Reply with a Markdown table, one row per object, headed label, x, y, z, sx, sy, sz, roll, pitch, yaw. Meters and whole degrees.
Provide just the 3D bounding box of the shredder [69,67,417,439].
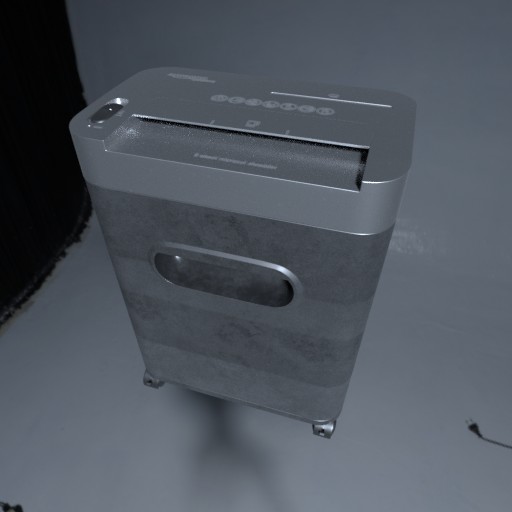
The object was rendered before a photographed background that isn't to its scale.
| label | x | y | z | sx | sy | sz | roll | pitch | yaw |
| --- | --- | --- | --- | --- | --- | --- | --- | --- | --- |
| shredder | 0.000 | 0.000 | 0.583 | 0.311 | 0.419 | 0.237 | 12 | 43 | 13 |
